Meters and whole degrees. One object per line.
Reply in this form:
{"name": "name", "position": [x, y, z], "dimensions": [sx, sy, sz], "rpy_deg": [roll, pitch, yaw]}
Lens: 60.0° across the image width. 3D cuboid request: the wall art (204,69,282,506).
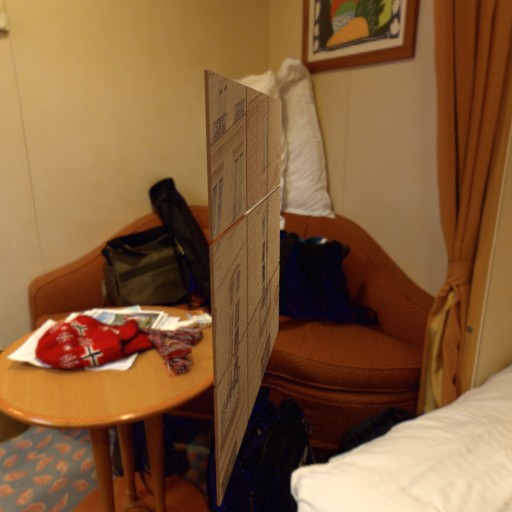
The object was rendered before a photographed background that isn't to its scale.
{"name": "wall art", "position": [0.000, 0.000, 2.175], "dimensions": [0.023, 1.522, 1.526], "rpy_deg": [3, 16, 11]}
